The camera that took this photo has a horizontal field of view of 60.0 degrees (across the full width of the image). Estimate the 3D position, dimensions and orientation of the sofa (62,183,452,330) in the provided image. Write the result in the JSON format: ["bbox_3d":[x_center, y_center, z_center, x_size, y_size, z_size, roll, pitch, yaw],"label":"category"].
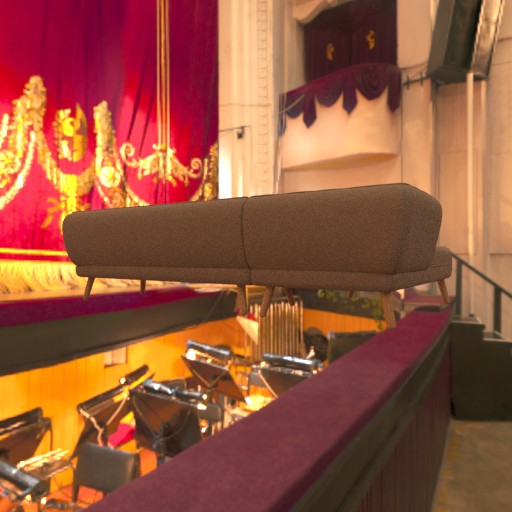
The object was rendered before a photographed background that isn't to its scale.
[{"bbox_3d":[0.000,0.000,3.325,2.653,0.693,1.532,0,0,34],"label":"sofa"}]
